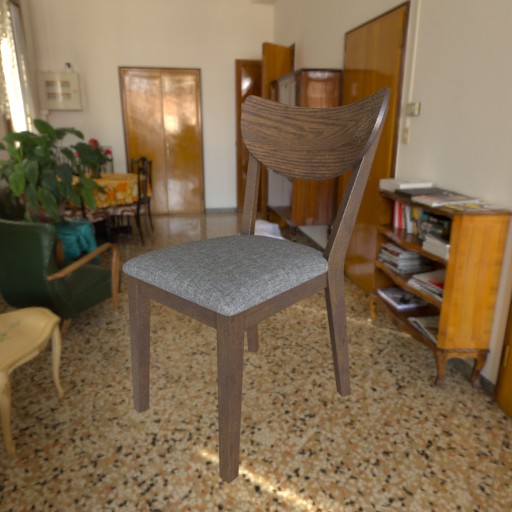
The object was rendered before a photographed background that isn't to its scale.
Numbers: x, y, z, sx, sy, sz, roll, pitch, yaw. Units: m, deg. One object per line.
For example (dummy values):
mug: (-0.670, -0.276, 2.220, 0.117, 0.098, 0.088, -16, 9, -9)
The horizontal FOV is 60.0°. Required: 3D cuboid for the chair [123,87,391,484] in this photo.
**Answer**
chair: (0.000, 0.000, 1.191, 0.491, 0.849, 0.583, 15, 22, 42)
